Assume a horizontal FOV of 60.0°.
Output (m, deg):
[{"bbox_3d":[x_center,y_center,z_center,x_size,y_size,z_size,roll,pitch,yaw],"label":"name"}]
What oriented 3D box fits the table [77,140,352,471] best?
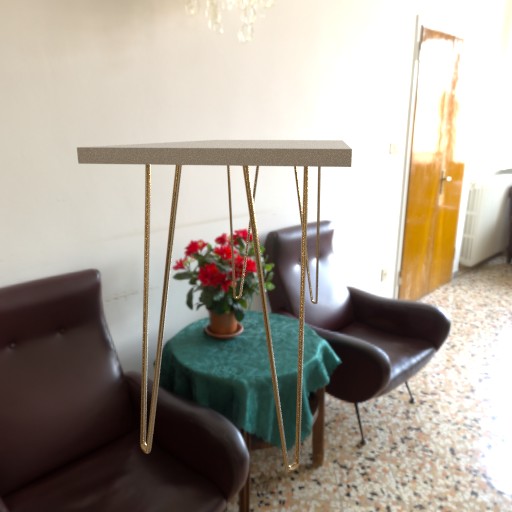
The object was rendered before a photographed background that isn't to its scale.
[{"bbox_3d":[0.000,0.000,1.332,0.498,0.660,0.991,3,16,10],"label":"table"}]
